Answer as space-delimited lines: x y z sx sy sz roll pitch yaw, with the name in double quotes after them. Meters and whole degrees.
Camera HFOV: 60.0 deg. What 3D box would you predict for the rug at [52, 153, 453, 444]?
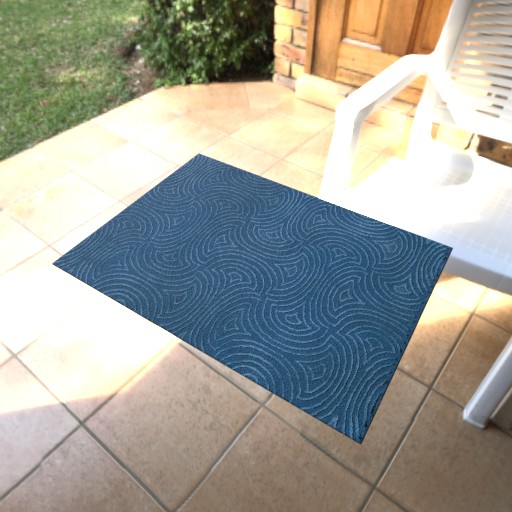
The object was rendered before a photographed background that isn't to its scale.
0.000 0.000 2.915 2.144 0.015 1.543 24 50 22 "rug"
